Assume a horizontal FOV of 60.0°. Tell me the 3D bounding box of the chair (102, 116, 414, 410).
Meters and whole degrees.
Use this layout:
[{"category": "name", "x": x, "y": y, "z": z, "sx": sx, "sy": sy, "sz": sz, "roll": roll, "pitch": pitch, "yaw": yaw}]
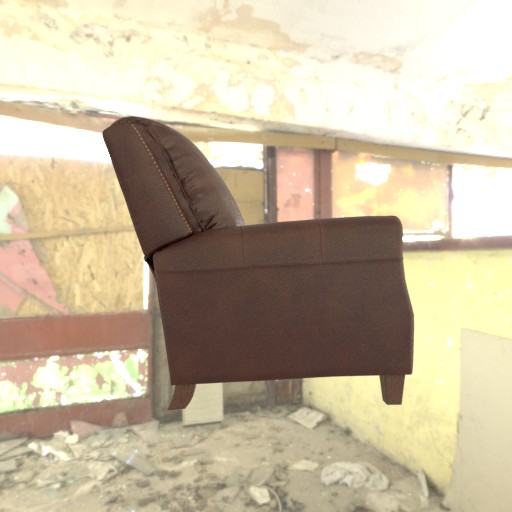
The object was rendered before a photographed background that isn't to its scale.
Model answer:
[{"category": "chair", "x": 0.000, "y": 0.000, "z": 1.842, "sx": 1.089, "sy": 1.022, "sz": 0.826, "roll": 0, "pitch": 0, "yaw": -2}]
